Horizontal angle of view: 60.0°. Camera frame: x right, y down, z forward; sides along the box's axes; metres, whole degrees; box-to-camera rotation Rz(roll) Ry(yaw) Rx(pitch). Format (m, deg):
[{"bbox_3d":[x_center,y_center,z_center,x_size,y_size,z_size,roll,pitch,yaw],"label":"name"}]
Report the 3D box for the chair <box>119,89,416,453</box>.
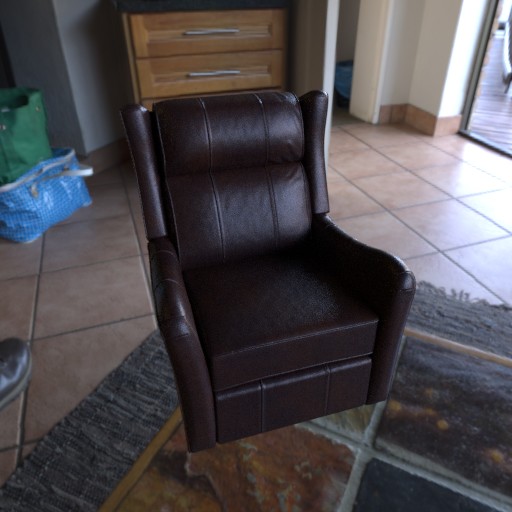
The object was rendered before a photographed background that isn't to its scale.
[{"bbox_3d":[0.000,0.000,1.787,0.869,1.084,1.008,-10,34,-14],"label":"chair"}]
